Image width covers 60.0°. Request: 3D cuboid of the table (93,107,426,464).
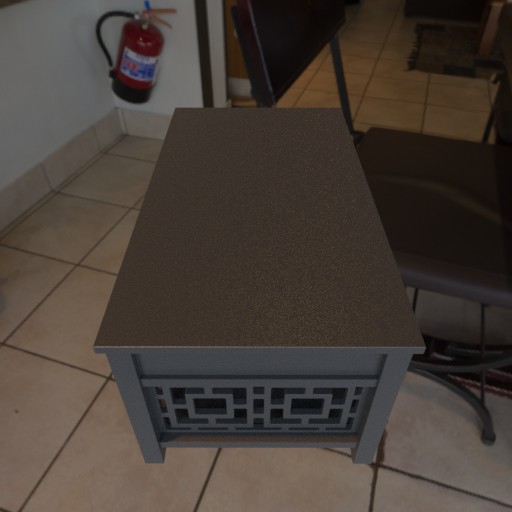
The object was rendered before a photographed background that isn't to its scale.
[{"bbox_3d":[0.000,0.000,1.360,0.612,0.493,1.068,0,41,0],"label":"table"}]
